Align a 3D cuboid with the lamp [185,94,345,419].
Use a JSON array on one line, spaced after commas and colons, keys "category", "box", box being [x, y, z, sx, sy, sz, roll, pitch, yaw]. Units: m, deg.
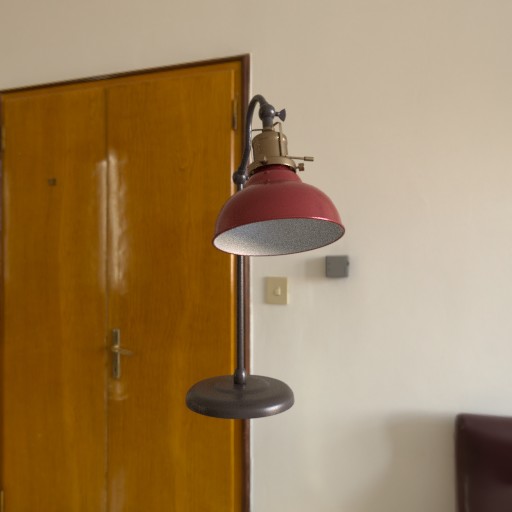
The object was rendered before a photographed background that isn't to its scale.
[{"category": "lamp", "box": [0.000, 0.000, 0.701, 0.192, 0.508, 0.374, 0, -1, -18]}]
